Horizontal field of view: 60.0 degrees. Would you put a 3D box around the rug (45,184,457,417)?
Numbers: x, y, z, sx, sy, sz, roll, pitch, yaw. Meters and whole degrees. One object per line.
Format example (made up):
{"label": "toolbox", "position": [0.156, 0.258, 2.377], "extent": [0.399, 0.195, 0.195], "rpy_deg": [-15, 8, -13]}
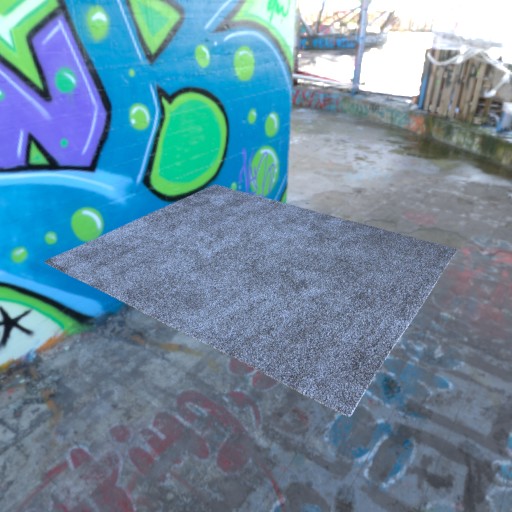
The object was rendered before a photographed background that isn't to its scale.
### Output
{"label": "rug", "position": [0.000, 0.000, 4.114], "extent": [3.000, 0.025, 2.401], "rpy_deg": [19, 35, 30]}
